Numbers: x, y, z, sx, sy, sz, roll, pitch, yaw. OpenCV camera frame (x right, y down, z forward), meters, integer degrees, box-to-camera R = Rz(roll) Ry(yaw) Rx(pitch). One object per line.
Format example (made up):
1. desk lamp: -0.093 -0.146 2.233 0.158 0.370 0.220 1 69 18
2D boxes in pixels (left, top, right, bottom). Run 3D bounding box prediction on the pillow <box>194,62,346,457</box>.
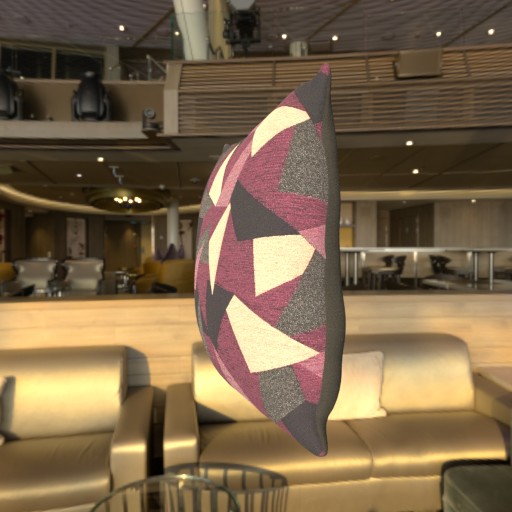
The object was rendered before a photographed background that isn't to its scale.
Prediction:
1. pillow: 0.000 0.000 0.777 0.208 0.496 0.503 0 1 -19
